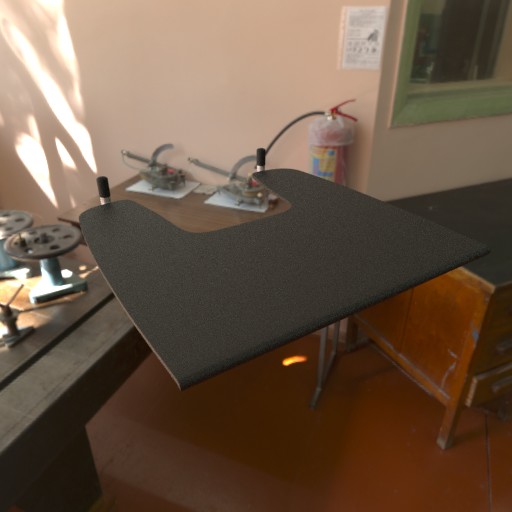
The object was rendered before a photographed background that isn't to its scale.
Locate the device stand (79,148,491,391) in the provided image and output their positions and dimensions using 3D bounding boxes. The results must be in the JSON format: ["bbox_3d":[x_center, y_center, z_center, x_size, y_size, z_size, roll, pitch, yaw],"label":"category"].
[{"bbox_3d":[0.000,0.000,0.339,0.230,0.092,0.230,-18,34,-28],"label":"device stand"}]
